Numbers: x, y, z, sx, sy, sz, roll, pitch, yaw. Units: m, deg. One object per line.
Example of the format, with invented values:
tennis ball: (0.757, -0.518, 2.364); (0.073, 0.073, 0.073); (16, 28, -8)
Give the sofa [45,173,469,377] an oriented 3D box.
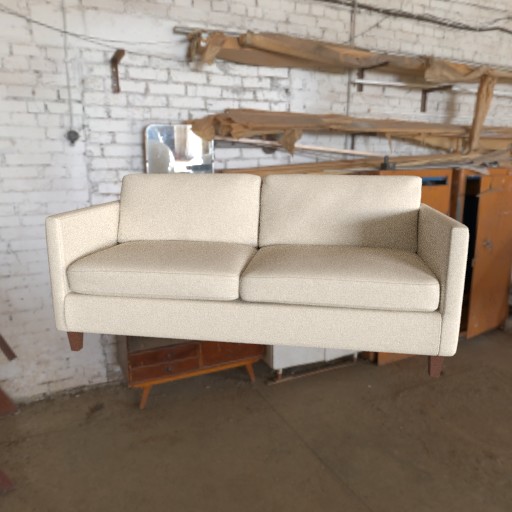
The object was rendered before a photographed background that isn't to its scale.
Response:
sofa: (0.000, 0.000, 2.491); (1.981, 0.889, 0.965); (2, 13, 9)
